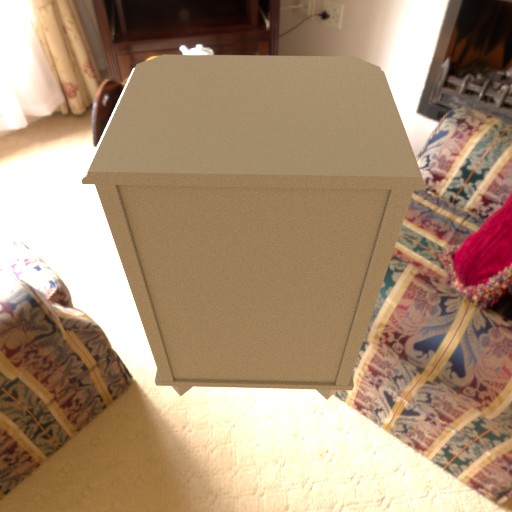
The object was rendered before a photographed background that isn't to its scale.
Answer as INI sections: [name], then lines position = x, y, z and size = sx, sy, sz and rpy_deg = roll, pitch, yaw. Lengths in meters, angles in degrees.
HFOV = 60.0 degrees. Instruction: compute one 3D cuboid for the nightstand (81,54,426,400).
[nightstand]
position = 0.000, 0.000, 0.916
size = 0.435, 0.680, 0.348
rpy_deg = 1, 48, 1
